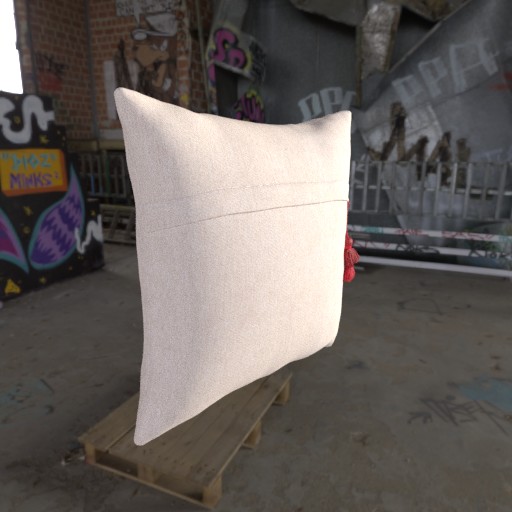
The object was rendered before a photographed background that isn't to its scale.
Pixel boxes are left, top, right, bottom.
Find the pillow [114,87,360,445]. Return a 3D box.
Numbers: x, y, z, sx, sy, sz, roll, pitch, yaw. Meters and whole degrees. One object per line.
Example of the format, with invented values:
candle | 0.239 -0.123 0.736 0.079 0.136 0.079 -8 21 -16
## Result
pillow | 0.000 0.000 0.663 0.173 0.436 0.433 13 19 43
